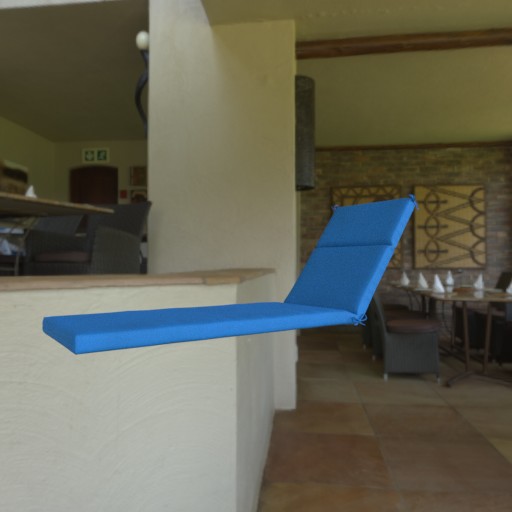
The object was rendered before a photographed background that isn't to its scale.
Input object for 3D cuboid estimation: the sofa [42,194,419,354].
[{"bbox_3d":[0.000,0.000,1.979,1.663,0.622,0.582,1,-1,-35],"label":"sofa"}]
